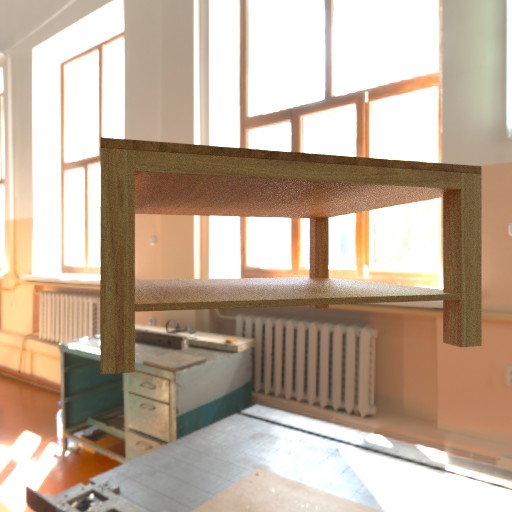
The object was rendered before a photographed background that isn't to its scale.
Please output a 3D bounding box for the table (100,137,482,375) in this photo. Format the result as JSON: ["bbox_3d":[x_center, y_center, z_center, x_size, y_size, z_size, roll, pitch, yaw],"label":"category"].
[{"bbox_3d":[0.000,0.000,1.402,0.900,0.450,0.900,0,0,-17],"label":"table"}]
